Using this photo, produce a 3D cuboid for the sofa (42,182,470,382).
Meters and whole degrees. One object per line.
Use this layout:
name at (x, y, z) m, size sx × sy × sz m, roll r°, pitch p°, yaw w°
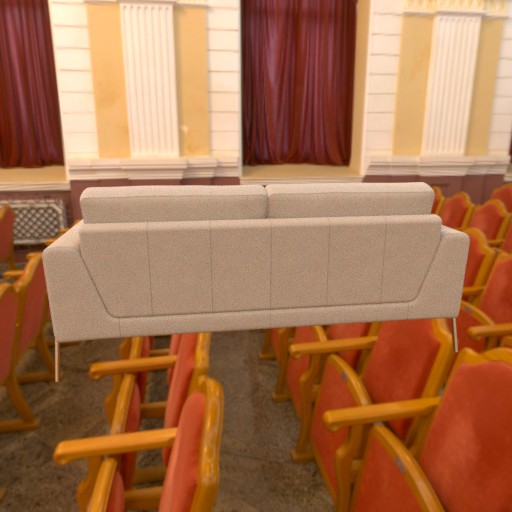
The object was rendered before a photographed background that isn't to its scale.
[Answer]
sofa at (0.000, 0.000, 2.520) m, size 2.017 × 0.875 × 0.953 m, roll -2°, pitch 15°, yaw -8°
